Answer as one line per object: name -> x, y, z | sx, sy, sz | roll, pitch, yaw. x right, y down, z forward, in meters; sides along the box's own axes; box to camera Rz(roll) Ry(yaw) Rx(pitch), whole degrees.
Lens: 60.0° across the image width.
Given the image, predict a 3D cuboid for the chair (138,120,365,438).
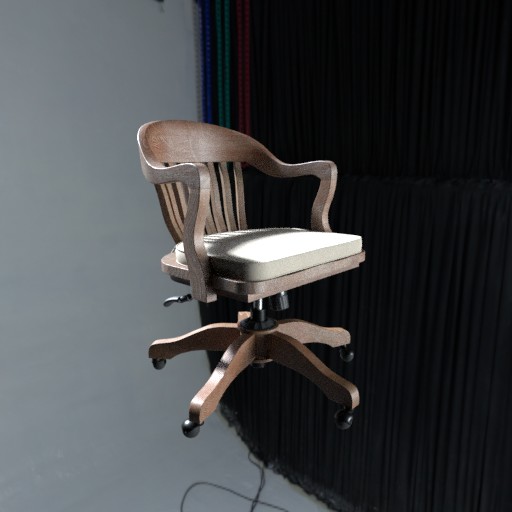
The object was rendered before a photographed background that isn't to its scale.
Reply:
chair -> 0.000, 0.000, 1.430 | 0.788, 0.878, 0.750 | 12, 18, 43
